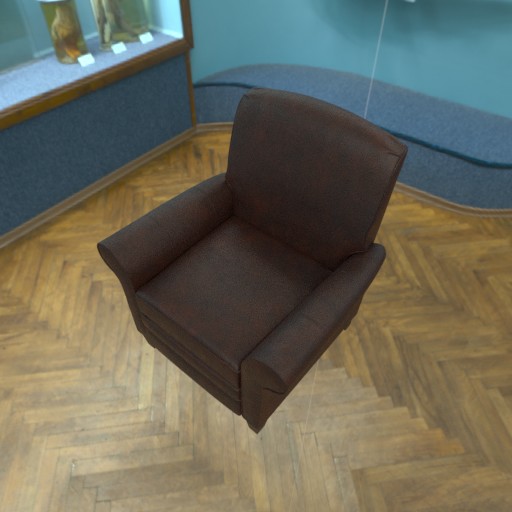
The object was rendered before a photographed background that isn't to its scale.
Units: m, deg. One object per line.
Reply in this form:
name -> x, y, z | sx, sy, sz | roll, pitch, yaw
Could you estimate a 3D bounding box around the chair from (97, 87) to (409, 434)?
chair -> 0.000, 0.000, 1.877 | 0.978, 1.061, 0.902 | 31, 53, 27
